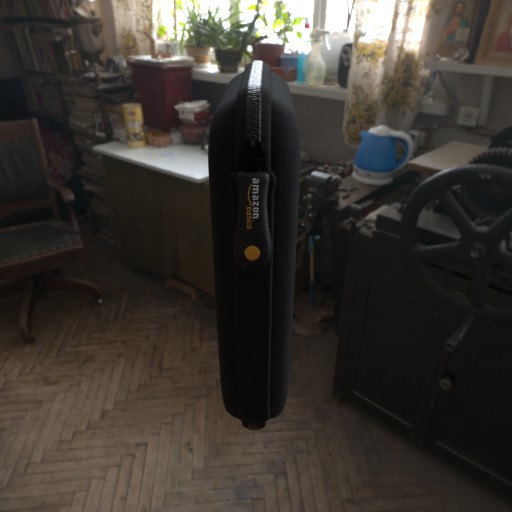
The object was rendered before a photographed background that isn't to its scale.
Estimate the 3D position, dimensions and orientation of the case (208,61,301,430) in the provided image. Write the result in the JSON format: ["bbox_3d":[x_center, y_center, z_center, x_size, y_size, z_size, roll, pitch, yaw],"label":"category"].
[{"bbox_3d":[0.000,0.000,0.191,0.030,0.147,0.107,1,30,1],"label":"case"}]
